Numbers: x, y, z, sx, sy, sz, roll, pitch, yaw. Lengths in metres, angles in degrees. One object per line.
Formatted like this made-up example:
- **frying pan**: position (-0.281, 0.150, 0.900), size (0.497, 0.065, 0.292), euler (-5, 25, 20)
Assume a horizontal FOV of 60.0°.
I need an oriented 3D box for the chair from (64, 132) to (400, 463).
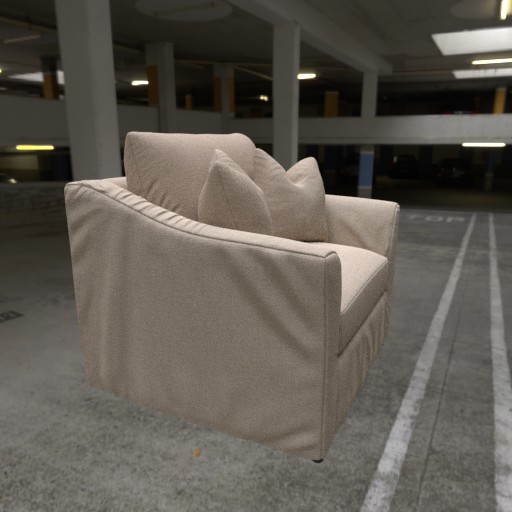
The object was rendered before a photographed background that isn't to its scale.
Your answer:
- **chair**: position (0.000, 0.000, 2.024), size (1.071, 1.093, 1.194), euler (7, 16, 26)
